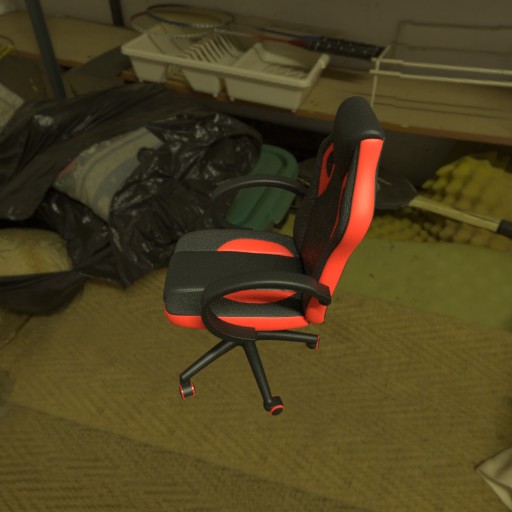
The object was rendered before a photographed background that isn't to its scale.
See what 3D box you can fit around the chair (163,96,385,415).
[{"bbox_3d":[0.000,0.000,1.468,0.642,1.016,0.600,-1,42,-1],"label":"chair"}]
